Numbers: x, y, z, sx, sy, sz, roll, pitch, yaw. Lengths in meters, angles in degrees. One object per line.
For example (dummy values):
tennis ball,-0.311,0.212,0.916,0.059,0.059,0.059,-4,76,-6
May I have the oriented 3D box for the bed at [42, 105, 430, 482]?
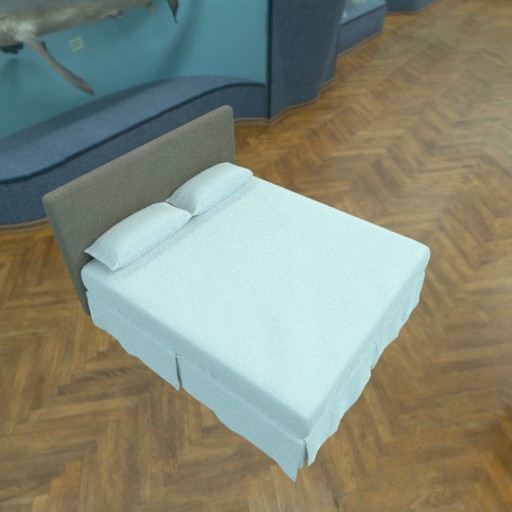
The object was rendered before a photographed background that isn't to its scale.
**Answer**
bed,0.000,0.000,3.618,2.341,1.317,2.119,27,48,27
